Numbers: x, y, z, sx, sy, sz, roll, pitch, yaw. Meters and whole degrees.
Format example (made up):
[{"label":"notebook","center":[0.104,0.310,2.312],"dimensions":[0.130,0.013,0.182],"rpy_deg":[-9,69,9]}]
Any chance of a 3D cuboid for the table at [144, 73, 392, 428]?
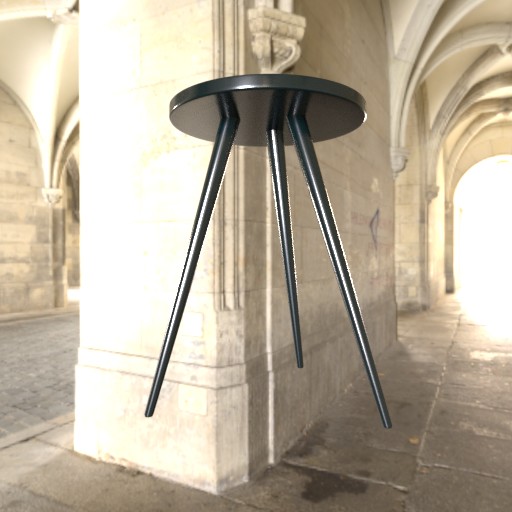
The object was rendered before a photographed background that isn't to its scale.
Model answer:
[{"label":"table","center":[0.000,0.000,0.839],"dimensions":[0.415,0.548,0.403],"rpy_deg":[0,0,-18]}]
